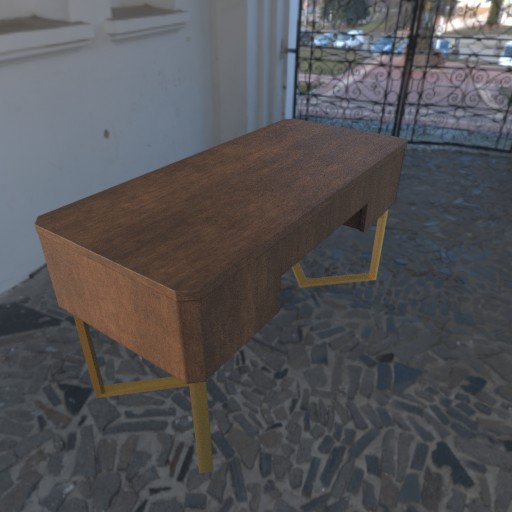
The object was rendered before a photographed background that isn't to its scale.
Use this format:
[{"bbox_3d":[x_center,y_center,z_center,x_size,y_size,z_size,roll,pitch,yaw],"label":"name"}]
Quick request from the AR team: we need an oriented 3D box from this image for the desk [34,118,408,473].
[{"bbox_3d":[0.000,0.000,1.889,0.684,0.762,1.479,21,37,30],"label":"desk"}]
